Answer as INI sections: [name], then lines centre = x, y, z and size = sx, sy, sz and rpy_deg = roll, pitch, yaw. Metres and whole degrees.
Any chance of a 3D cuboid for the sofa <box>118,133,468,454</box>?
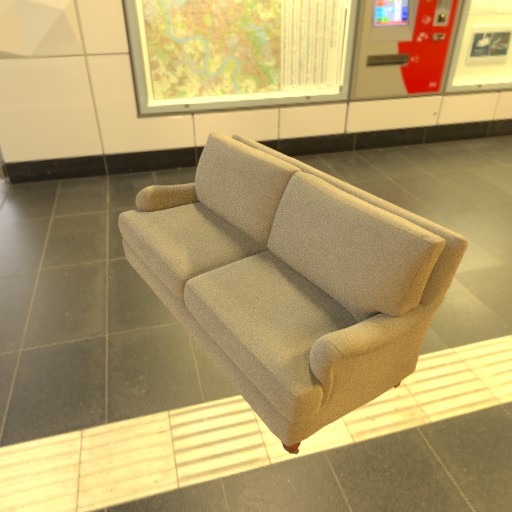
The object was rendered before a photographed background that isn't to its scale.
[sofa]
centre = 0.000, 0.000, 2.749
size = 1.091, 0.997, 2.070
rpy_deg = -21, 38, -29
